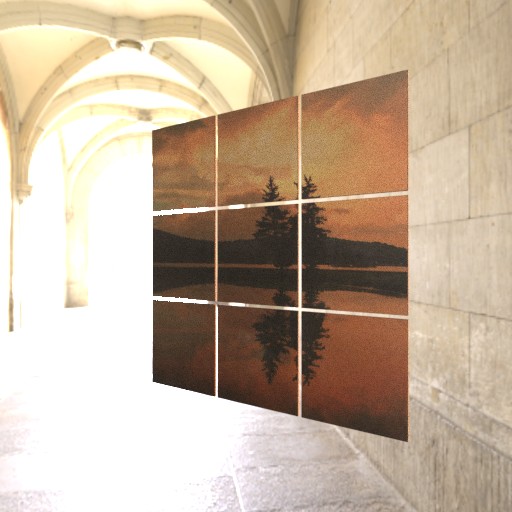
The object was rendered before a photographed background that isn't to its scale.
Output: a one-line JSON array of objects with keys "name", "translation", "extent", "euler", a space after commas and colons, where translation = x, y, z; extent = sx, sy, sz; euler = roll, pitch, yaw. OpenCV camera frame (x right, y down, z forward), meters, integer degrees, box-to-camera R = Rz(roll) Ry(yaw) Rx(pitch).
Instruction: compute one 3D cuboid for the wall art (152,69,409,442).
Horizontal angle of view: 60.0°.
[{"name": "wall art", "translation": [0.000, 0.000, 1.800], "extent": [1.216, 1.218, 0.013], "euler": [0, 0, 35]}]
